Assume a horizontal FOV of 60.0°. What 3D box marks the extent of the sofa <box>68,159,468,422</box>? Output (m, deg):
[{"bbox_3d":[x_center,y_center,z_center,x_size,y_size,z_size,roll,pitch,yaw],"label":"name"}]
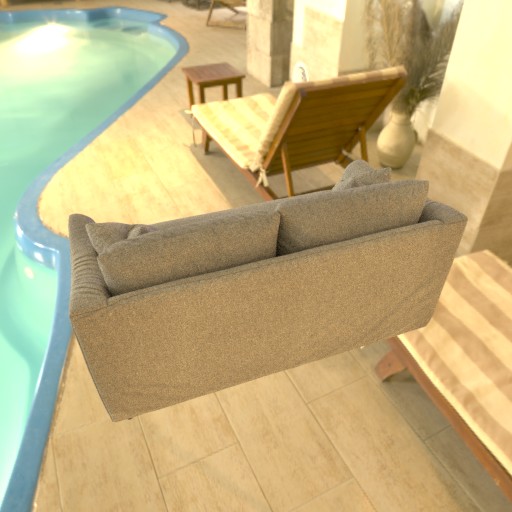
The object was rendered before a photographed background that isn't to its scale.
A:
[{"bbox_3d":[0.000,0.000,2.636,2.010,1.018,1.072,-13,41,-16],"label":"sofa"}]
